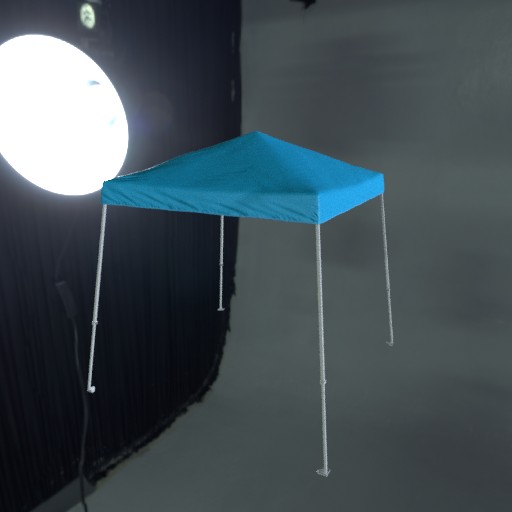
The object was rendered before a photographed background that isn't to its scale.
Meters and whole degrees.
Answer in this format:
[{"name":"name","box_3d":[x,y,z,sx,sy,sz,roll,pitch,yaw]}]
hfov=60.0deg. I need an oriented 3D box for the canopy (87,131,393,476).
[{"name":"canopy","box_3d":[0.000,0.000,5.249,2.849,2.849,2.848,8,17,27]}]
